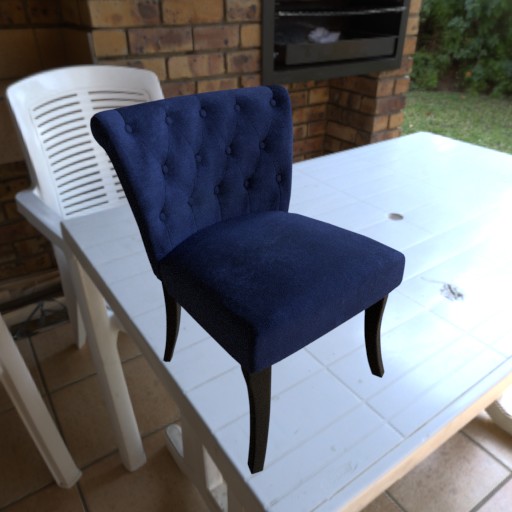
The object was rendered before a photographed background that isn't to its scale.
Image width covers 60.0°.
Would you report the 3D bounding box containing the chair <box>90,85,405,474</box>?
[{"bbox_3d":[0.000,0.000,1.186,0.585,0.753,0.606,-23,38,-33],"label":"chair"}]
